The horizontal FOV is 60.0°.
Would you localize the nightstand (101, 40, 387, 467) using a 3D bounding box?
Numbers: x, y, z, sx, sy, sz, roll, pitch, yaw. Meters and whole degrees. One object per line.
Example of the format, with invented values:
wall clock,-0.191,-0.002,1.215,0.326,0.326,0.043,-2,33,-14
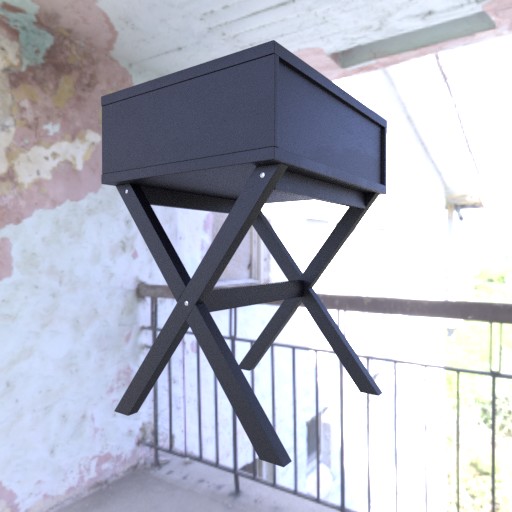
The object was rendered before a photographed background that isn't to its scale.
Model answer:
nightstand,0.000,0.000,0.945,0.402,0.623,0.479,0,1,35
